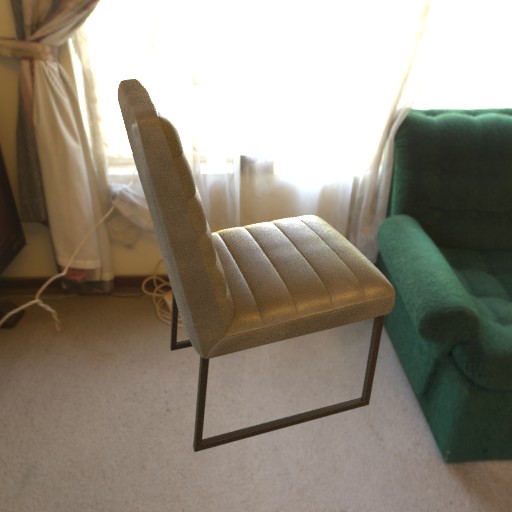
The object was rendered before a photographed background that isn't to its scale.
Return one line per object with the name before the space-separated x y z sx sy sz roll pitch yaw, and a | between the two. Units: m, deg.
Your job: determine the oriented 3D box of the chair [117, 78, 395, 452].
chair | 0.000 0.000 1.277 0.634 0.930 0.520 -9 31 -16
